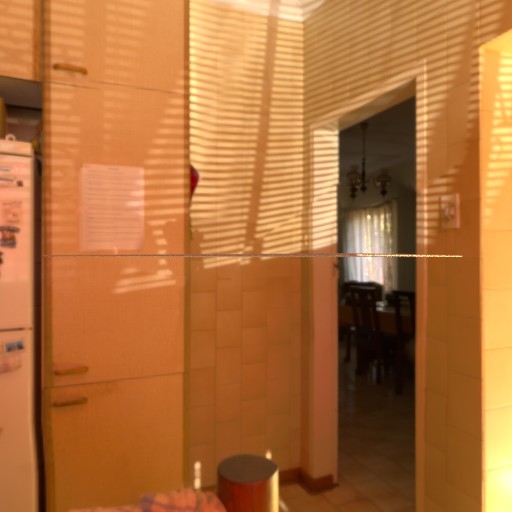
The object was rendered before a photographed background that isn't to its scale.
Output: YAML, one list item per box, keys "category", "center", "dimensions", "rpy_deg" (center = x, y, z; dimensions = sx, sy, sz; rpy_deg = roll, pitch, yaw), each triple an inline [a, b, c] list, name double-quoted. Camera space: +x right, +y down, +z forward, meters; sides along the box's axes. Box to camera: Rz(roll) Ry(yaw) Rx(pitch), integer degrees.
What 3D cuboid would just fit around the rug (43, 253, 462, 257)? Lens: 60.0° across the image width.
- category: "rug"
  center: [0.000, 0.000, 4.111]
  dimensions: [3.057, 0.013, 2.434]
  rpy_deg: [0, 0, 36]
